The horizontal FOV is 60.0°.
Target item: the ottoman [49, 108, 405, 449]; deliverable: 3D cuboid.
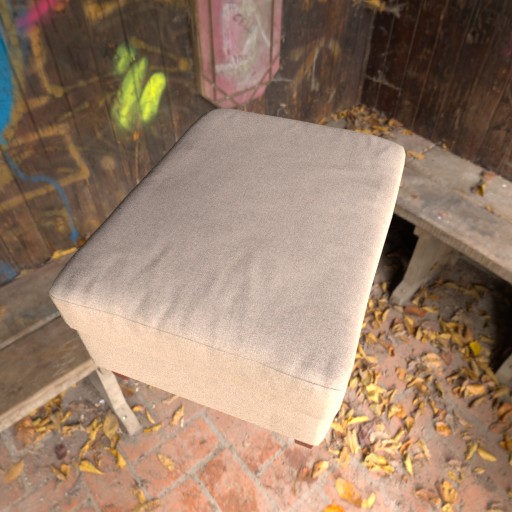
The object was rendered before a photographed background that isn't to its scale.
[{"bbox_3d":[0.000,0.000,1.320,0.692,0.511,0.902,15,48,14],"label":"ottoman"}]
